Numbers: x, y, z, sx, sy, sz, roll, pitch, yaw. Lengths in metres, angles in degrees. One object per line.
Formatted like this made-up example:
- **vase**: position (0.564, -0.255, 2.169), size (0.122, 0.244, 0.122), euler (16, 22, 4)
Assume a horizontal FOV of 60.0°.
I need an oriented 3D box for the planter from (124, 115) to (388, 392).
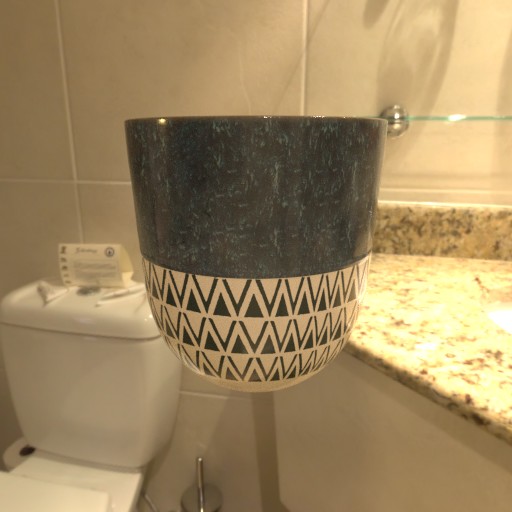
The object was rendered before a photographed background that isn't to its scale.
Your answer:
- **planter**: position (0.000, 0.000, 0.368), size (0.195, 0.214, 0.195), euler (0, 15, 0)
